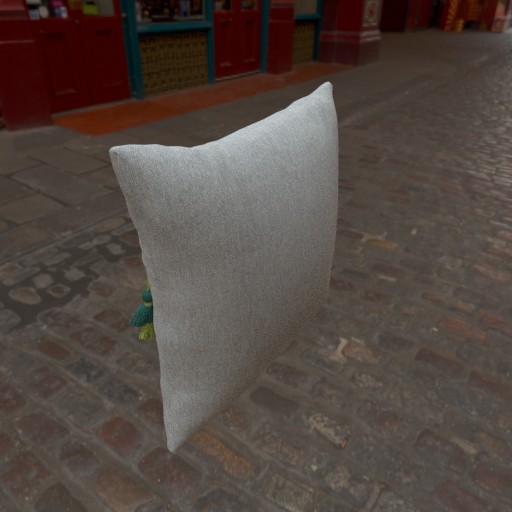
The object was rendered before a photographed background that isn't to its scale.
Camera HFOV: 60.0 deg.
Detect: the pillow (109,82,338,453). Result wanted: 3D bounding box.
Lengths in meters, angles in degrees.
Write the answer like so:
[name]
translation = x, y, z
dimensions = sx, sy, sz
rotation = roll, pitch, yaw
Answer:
[pillow]
translation = 0.000, 0.000, 0.668
dimensions = 0.173, 0.436, 0.433
rotation = 20, 36, 30
